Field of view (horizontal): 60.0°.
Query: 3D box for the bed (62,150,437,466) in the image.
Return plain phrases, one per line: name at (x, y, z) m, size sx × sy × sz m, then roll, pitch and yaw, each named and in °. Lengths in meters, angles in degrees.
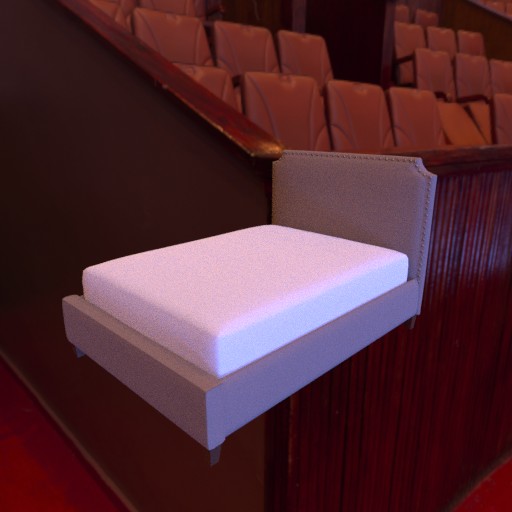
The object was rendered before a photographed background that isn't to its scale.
bed at (0.000, 0.000, 3.417) m, size 1.713 × 1.443 × 2.372 m, roll 16°, pitch 23°, yaw 42°
